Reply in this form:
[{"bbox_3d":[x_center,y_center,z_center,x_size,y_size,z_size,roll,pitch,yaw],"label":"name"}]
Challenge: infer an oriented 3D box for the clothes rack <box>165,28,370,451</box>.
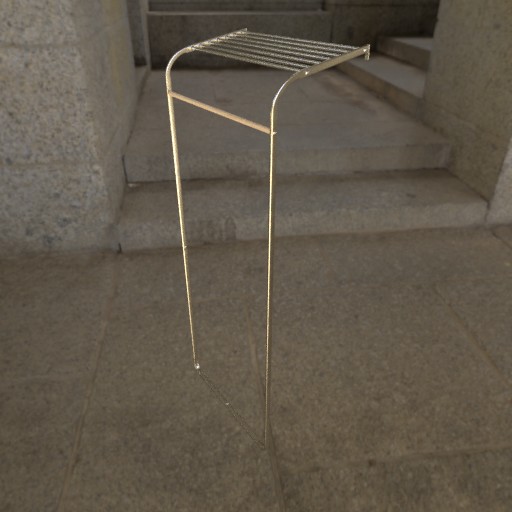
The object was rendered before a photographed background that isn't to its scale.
[{"bbox_3d":[0.000,0.000,1.779,0.349,1.574,0.609,-22,38,-30],"label":"clothes rack"}]
